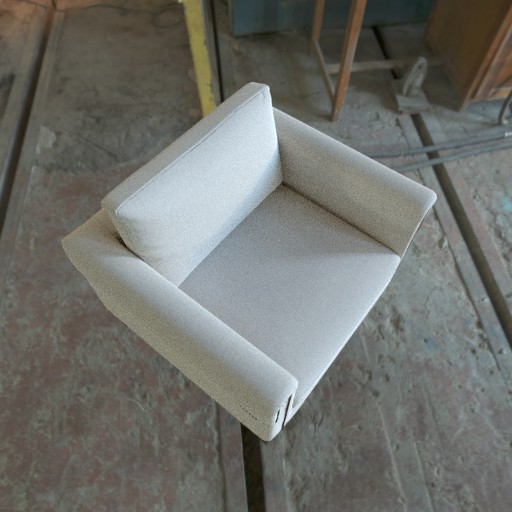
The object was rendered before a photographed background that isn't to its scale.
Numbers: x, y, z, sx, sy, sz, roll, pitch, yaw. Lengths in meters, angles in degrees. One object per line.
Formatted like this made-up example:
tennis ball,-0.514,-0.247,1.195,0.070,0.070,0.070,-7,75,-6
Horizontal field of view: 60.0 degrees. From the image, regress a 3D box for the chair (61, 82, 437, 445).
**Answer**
chair,0.000,0.000,1.692,0.896,0.915,0.982,34,64,19
